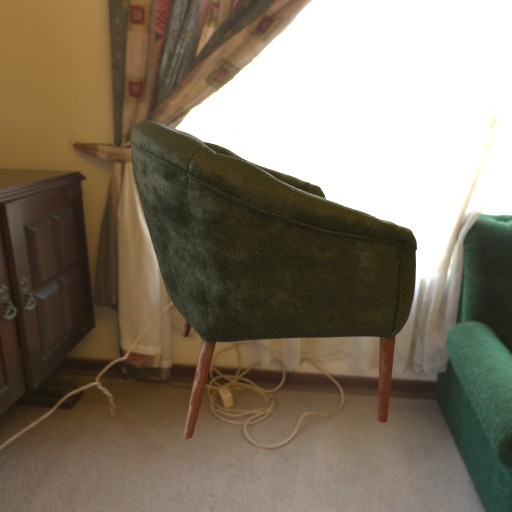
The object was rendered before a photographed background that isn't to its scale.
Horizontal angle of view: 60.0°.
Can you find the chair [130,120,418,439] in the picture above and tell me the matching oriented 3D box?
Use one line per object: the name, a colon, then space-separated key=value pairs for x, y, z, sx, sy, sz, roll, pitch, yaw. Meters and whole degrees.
chair: x=0.000 y=0.000 z=1.514 sx=0.776 sy=0.885 sz=0.851 roll=-3 pitch=17 yaw=-9
